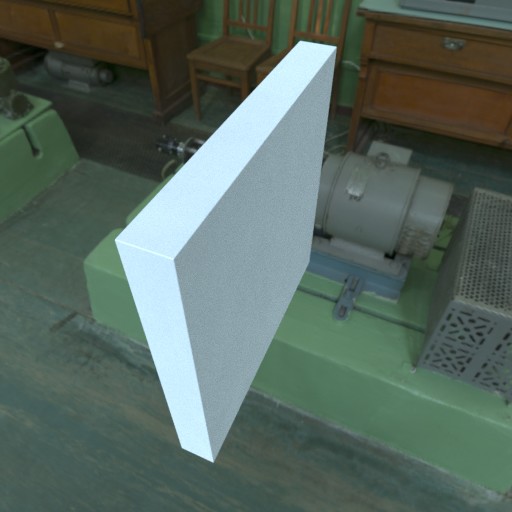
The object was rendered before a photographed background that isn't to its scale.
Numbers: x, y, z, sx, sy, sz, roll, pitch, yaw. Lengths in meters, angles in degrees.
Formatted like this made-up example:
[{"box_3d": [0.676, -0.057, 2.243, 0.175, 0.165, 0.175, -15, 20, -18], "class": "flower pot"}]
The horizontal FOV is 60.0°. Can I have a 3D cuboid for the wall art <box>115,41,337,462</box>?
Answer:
[{"box_3d": [0.000, 0.000, 0.445, 0.038, 0.305, 0.305, 17, 49, 16], "class": "wall art"}]
